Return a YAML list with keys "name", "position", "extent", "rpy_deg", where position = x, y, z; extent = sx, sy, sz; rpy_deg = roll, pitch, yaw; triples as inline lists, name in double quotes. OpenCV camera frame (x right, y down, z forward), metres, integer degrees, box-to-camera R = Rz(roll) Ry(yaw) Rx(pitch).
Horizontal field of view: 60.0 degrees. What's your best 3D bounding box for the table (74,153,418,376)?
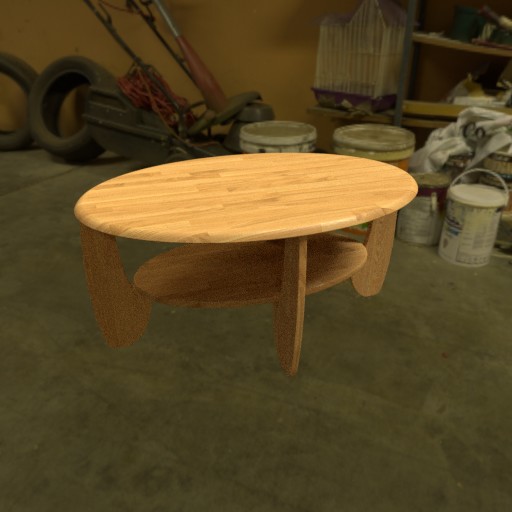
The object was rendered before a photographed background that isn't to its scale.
- name: "table"
  position: [0.000, 0.000, 1.442]
  extent: [1.040, 0.490, 0.690]
  rpy_deg: [-9, 29, -17]
